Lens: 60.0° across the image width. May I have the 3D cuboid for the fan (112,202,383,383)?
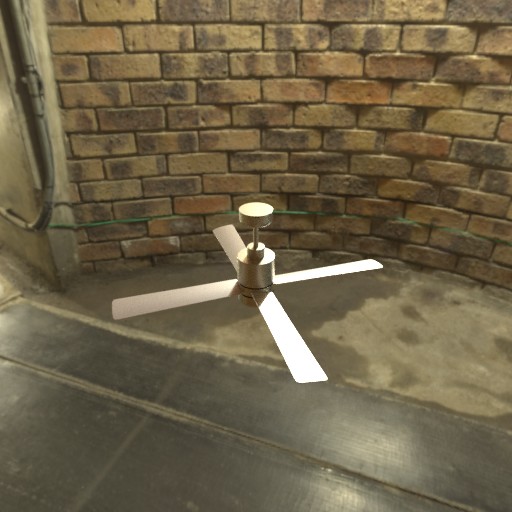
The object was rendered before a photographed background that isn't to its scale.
[{"bbox_3d":[0.000,0.000,2.352,1.525,0.539,1.525,-9,31,-15],"label":"fan"}]
